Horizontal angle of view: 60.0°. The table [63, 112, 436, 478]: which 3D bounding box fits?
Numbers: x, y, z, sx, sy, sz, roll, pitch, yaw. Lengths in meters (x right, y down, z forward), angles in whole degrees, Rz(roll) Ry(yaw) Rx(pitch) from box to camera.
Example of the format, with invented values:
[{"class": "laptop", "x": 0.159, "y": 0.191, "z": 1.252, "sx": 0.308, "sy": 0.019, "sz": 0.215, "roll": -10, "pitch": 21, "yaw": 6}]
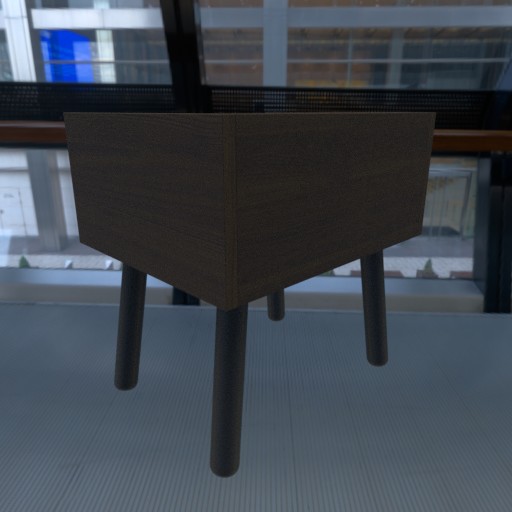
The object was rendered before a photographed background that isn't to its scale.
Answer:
[{"class": "table", "x": 0.000, "y": 0.000, "z": 0.764, "sx": 0.450, "sy": 0.470, "sz": 0.370, "roll": -17, "pitch": 25, "yaw": -42}]
